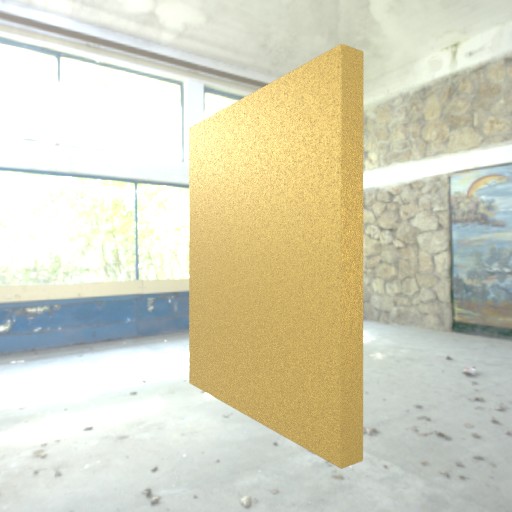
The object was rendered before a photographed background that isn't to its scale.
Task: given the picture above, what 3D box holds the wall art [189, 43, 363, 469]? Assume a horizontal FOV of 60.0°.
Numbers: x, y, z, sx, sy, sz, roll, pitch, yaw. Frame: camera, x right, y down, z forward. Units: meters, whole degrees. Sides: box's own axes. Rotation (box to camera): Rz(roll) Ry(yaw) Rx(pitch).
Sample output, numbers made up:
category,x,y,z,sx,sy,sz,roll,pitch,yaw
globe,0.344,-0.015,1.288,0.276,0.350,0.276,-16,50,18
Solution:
category,x,y,z,sx,sy,sz,roll,pitch,yaw
wall art,0.000,0.000,0.904,0.048,0.642,0.537,0,0,-34
